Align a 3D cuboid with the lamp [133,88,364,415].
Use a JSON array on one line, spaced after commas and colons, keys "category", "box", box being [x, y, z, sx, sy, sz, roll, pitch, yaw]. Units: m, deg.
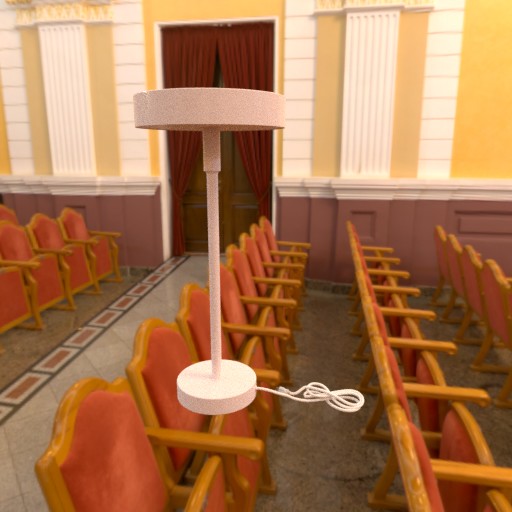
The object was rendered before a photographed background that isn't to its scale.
[{"category": "lamp", "box": [0.000, 0.000, 0.722, 0.369, 0.508, 0.229, 2, 14, 9]}]
